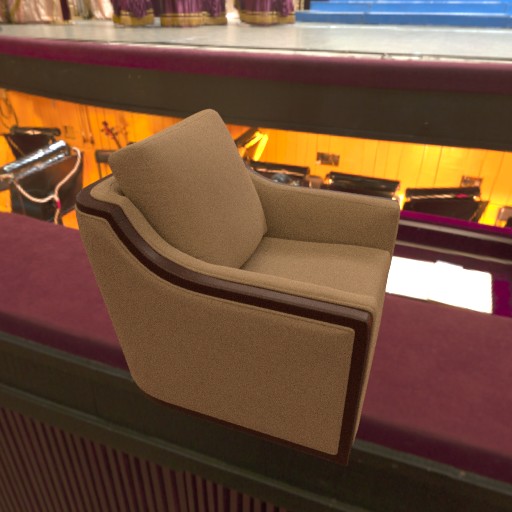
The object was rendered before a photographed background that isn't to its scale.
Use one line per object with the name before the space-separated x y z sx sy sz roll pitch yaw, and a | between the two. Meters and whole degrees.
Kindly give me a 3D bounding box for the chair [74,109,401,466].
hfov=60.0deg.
chair | 0.000 0.000 1.653 0.950 0.930 0.870 11 32 18
